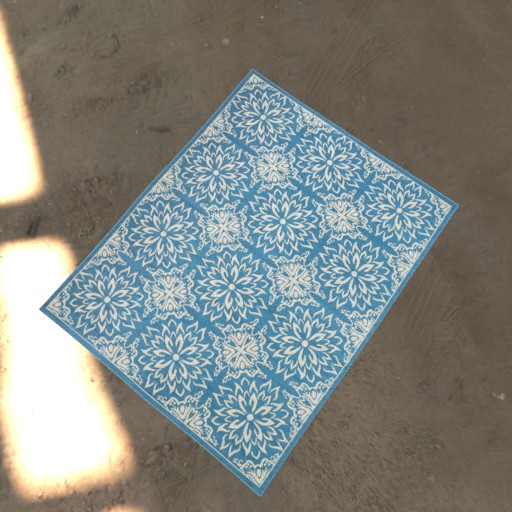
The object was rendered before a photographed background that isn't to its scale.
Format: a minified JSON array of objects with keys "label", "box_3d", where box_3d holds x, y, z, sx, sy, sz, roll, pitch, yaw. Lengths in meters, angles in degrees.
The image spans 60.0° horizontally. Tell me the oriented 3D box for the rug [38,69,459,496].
[{"label":"rug","box_3d":[0.000,0.000,3.843,2.350,0.018,2.964,36,78,9]}]
